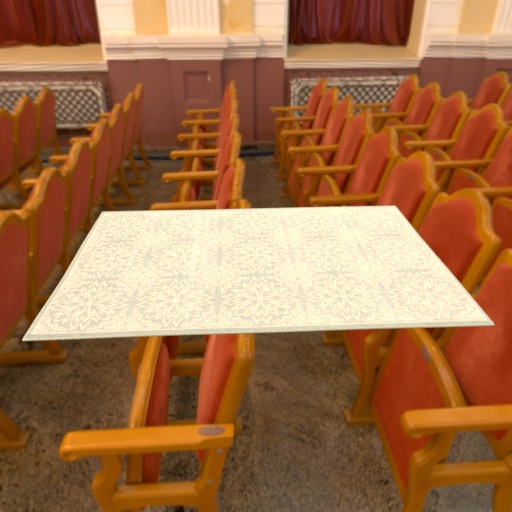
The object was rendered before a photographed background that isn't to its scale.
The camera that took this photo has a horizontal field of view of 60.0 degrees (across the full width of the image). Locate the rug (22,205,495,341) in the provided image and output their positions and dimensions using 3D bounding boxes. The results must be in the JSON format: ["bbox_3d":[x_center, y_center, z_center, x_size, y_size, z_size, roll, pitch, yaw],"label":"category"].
[{"bbox_3d":[0.000,0.000,2.252,1.840,0.012,1.219,-1,29,-3],"label":"rug"}]
